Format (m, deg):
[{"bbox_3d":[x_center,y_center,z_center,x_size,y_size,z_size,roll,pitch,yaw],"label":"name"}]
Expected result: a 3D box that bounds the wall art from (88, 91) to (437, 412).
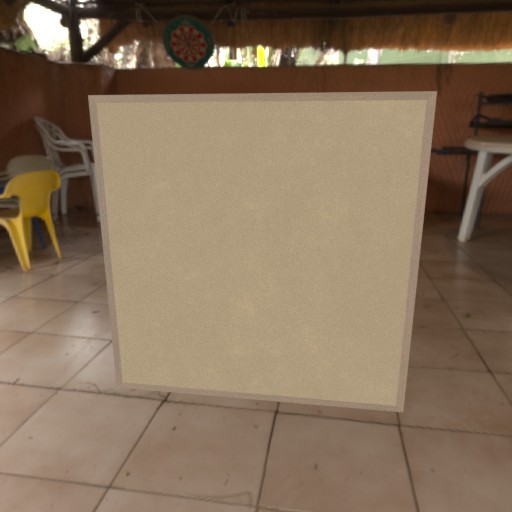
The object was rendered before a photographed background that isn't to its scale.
[{"bbox_3d":[0.000,0.000,0.443,0.304,0.303,0.038,2,16,8],"label":"wall art"}]
